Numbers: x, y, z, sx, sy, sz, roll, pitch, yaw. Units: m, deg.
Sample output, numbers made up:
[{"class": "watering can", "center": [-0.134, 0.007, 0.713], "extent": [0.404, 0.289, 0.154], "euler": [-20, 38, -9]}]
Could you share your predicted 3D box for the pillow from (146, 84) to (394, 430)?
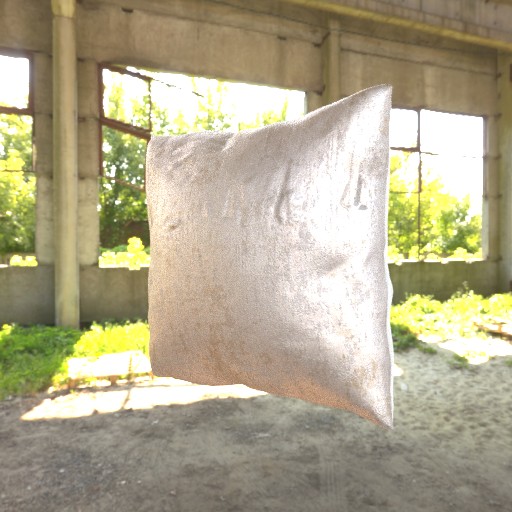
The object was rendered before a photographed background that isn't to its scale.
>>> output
[{"class": "pillow", "center": [0.000, 0.000, 0.704], "extent": [0.450, 0.448, 0.245], "euler": [0, 0, 36]}]
